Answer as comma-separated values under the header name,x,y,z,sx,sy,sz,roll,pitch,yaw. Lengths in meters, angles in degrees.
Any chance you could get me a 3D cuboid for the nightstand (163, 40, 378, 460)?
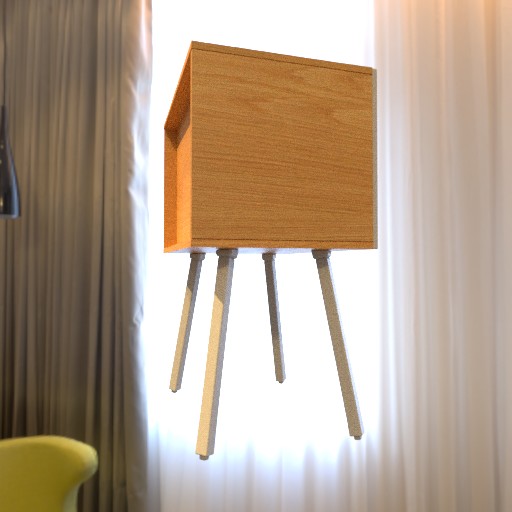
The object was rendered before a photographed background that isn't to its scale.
name,x,y,z,sx,sy,sz,roll,pitch,yaw
nightstand,0.000,0.000,0.858,0.316,0.601,0.400,0,-1,-17
